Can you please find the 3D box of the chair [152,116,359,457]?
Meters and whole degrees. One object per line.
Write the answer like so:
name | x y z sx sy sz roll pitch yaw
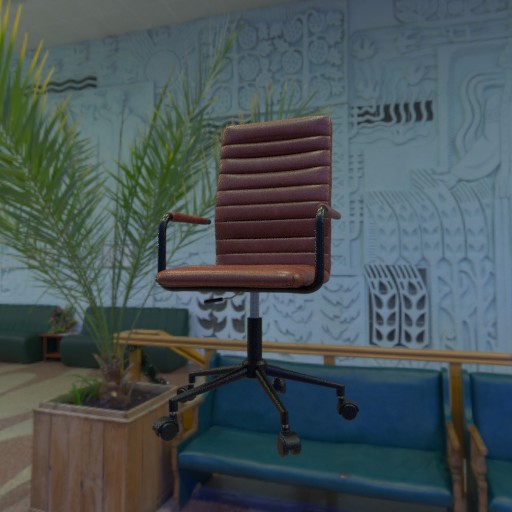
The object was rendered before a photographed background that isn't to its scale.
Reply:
chair | 0.000 0.000 1.375 0.608 0.979 0.580 -1 -2 19
